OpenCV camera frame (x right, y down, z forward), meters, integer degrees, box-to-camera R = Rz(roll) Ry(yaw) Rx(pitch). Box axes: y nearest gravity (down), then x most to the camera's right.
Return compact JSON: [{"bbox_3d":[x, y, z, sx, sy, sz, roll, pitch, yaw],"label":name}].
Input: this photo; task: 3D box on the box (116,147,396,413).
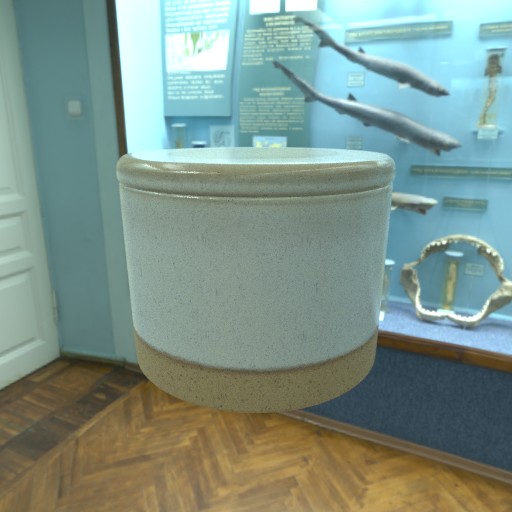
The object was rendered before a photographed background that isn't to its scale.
[{"bbox_3d":[0.000,0.000,0.270,0.154,0.123,0.154,0,16,0],"label":"box"}]
